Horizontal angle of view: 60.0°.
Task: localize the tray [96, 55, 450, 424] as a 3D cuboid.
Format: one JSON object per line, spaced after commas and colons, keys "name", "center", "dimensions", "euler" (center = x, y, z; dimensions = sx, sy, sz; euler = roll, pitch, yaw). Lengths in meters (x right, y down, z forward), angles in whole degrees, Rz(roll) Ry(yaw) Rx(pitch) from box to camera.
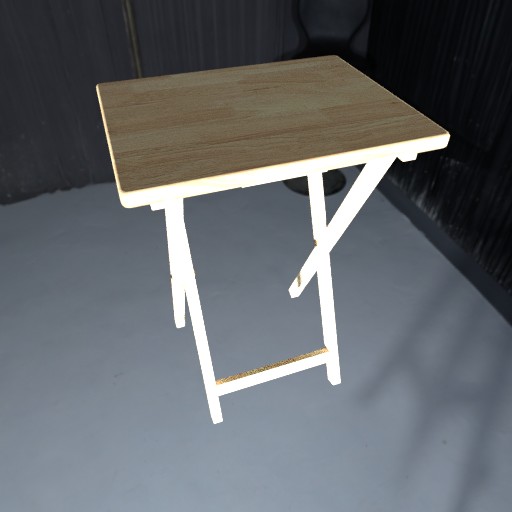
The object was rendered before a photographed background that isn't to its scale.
{"name": "tray", "center": [0.000, 0.000, 0.947], "dimensions": [0.483, 0.660, 0.381], "euler": [-13, 44, -14]}
